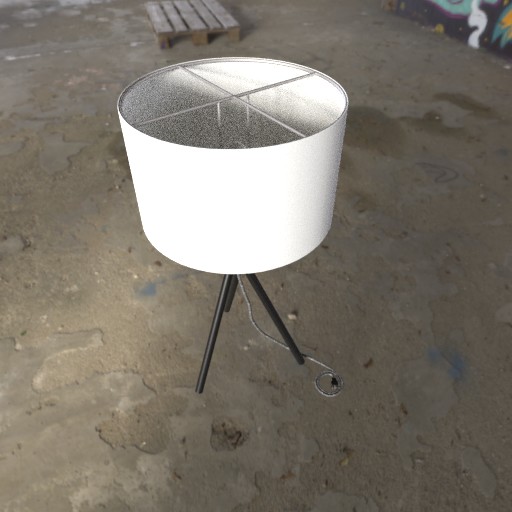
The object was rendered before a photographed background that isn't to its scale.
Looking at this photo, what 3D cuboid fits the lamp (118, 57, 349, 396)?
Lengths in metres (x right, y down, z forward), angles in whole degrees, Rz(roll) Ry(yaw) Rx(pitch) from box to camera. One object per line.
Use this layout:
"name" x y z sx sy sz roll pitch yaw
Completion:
"lamp" 0.000 0.000 0.915 0.422 0.674 0.353 0 42 0
